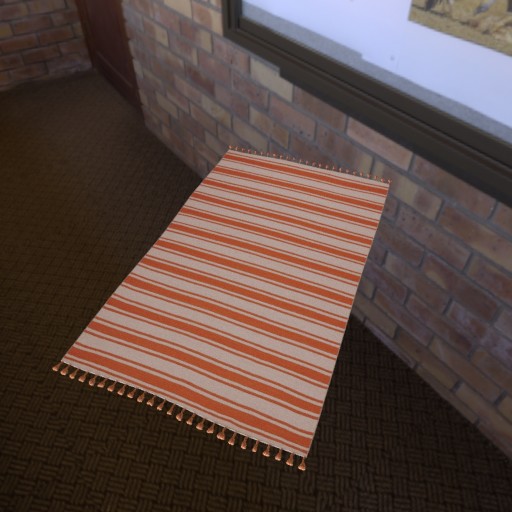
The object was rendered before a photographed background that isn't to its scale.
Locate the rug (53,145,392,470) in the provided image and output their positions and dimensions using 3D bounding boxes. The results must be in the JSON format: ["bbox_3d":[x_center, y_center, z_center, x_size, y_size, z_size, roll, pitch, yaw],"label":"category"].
[{"bbox_3d":[0.000,0.000,2.588,1.232,0.017,2.092,16,48,15],"label":"rug"}]
